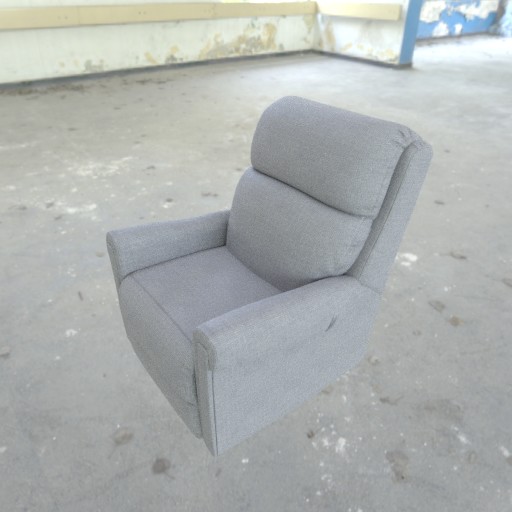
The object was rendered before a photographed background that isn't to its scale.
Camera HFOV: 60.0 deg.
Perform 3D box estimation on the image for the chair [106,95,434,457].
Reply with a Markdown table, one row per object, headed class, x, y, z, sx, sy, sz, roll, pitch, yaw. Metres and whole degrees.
| class | x | y | z | sx | sy | sz | roll | pitch | yaw |
| --- | --- | --- | --- | --- | --- | --- | --- | --- | --- |
| chair | 0.000 | 0.000 | 1.762 | 1.014 | 1.054 | 0.838 | -21 | 38 | -30 |
